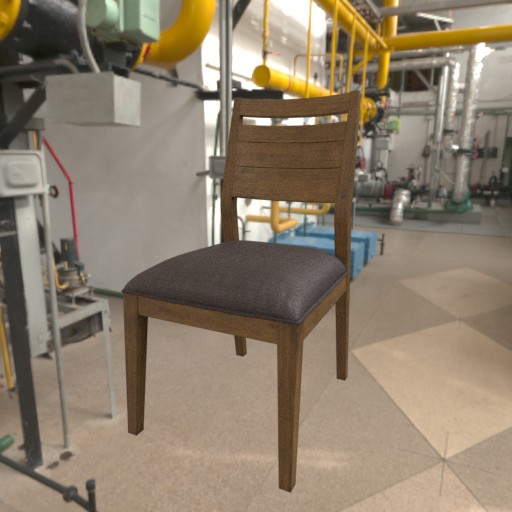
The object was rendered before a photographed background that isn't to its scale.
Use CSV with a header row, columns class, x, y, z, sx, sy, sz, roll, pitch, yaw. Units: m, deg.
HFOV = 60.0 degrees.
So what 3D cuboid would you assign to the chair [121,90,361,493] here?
class,x,y,z,sx,sy,sz,roll,pitch,yaw
chair,0.000,0.000,1.285,0.501,0.939,0.610,7,15,26
